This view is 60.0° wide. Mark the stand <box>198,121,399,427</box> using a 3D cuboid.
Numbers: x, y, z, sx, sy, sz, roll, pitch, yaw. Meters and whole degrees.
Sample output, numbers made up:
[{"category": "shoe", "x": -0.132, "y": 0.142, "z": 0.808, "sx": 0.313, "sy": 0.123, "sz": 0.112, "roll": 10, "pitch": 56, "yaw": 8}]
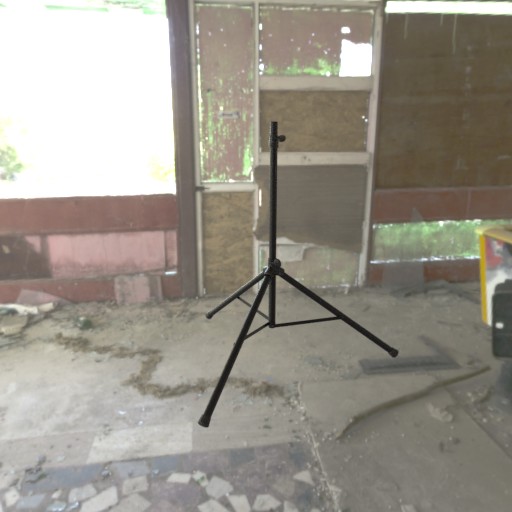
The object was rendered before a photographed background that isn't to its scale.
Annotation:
[{"category": "stand", "x": 0.000, "y": 0.000, "z": 2.728, "sx": 1.596, "sy": 1.595, "sz": 1.339, "roll": 8, "pitch": 17, "yaw": 27}]
